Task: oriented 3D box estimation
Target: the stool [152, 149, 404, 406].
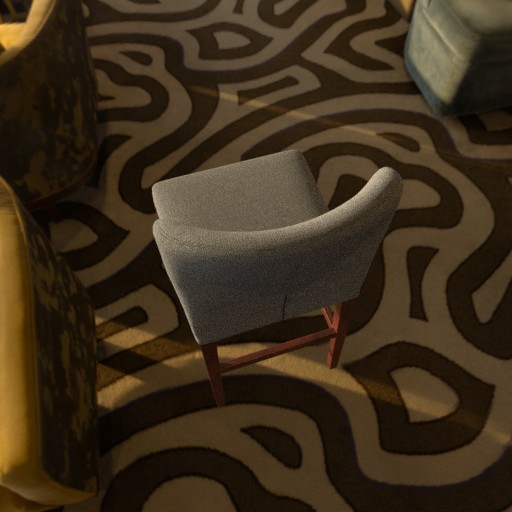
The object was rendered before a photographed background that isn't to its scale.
[{"bbox_3d":[0.000,0.000,1.265,0.479,0.968,0.568,-16,60,-9],"label":"stool"}]
